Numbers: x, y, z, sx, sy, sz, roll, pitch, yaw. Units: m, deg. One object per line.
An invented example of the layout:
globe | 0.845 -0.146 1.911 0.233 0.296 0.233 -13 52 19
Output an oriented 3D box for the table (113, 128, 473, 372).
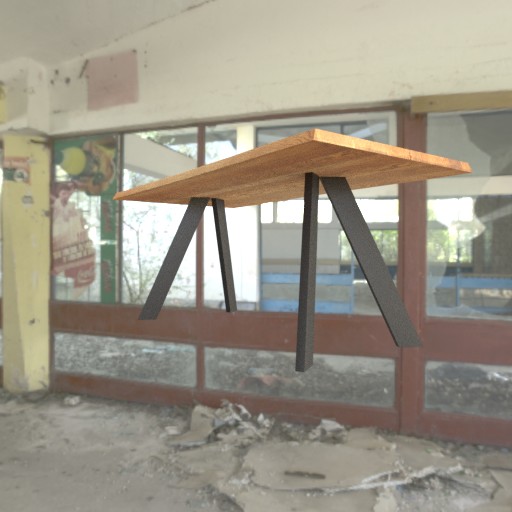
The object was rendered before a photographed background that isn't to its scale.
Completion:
table | 0.000 0.000 2.286 0.900 0.770 1.800 0 1 -36
